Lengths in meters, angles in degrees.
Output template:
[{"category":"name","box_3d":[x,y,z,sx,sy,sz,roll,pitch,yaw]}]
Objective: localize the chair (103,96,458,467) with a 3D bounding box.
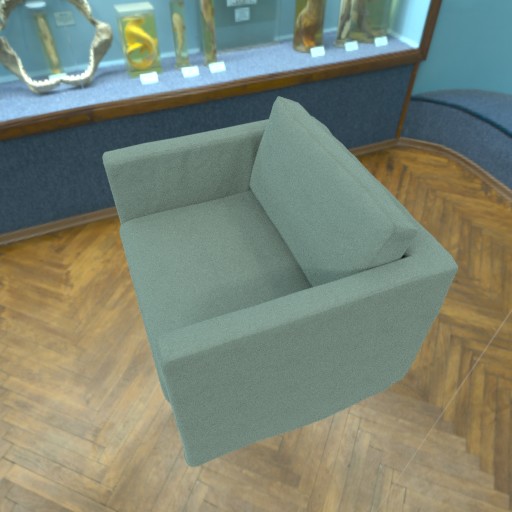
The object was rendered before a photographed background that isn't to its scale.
[{"category":"chair","box_3d":[0.000,0.000,1.732,0.949,0.863,1.057,-16,48,-15]}]
